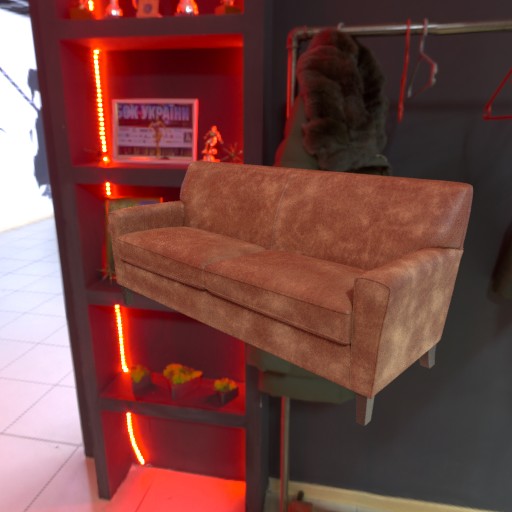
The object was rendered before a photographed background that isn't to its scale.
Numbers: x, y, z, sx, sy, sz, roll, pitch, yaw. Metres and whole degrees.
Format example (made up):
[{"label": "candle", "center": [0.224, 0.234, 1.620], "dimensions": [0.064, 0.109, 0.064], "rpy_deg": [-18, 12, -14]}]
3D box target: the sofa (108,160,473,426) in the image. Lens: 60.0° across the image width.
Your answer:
[{"label": "sofa", "center": [0.000, 0.000, 2.578], "dimensions": [2.053, 0.947, 0.805], "rpy_deg": [15, 22, 41]}]
